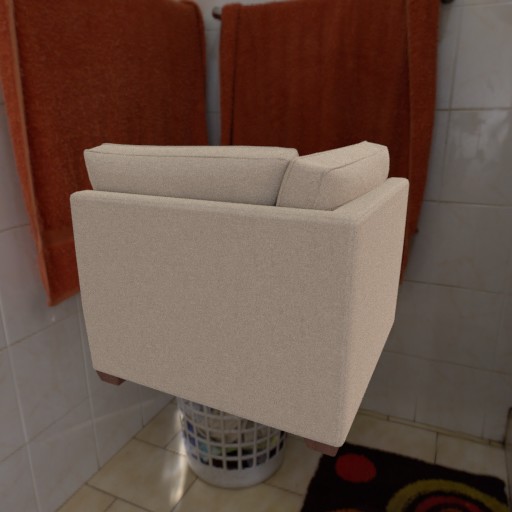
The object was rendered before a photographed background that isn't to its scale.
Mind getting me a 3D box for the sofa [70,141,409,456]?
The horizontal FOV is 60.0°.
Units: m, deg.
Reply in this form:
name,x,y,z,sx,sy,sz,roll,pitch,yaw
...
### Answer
name,x,y,z,sx,sy,sz,roll,pitch,yaw
sofa,0.000,0.000,2.009,1.146,1.002,1.084,8,19,25
